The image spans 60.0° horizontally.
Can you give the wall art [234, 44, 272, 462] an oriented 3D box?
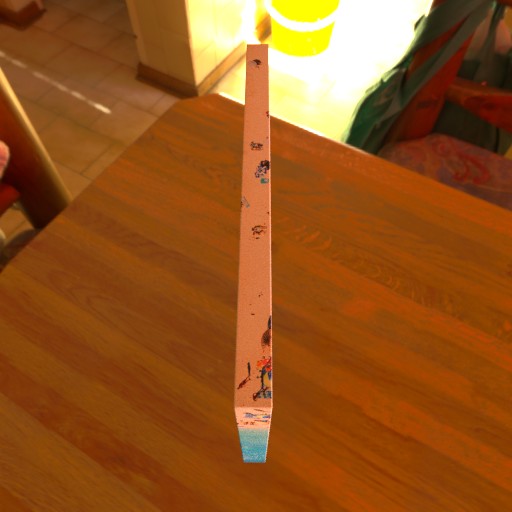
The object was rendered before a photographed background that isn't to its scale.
[{"bbox_3d":[0.000,0.000,0.774,0.039,0.406,0.609,0,58,0],"label":"wall art"}]
